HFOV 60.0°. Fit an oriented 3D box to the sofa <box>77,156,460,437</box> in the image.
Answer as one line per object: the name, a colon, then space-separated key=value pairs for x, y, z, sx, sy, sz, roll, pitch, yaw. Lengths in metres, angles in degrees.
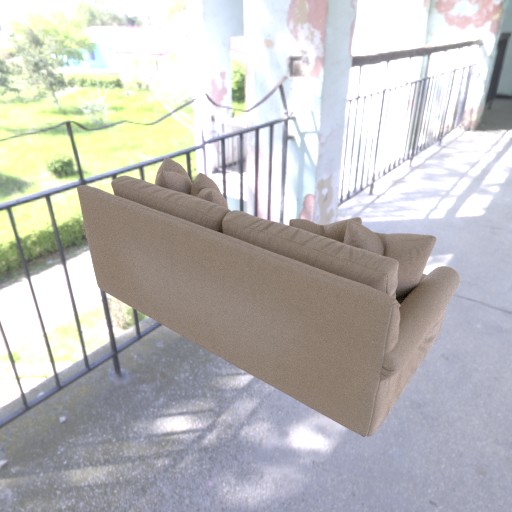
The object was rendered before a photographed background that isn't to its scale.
sofa: x=0.000 y=0.000 z=2.825 sx=2.285 sy=0.904 sz=1.067 roll=21 pitch=35 yaw=32
